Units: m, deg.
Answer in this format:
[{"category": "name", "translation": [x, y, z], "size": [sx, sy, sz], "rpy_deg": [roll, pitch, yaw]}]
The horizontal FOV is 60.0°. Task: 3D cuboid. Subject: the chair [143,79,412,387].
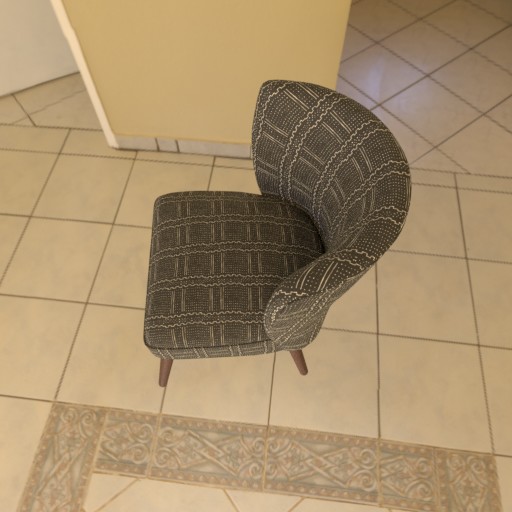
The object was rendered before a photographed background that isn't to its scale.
[{"category": "chair", "translation": [0.000, 0.000, 1.443], "size": [0.758, 0.866, 0.710], "rpy_deg": [-3, 60, -2]}]
